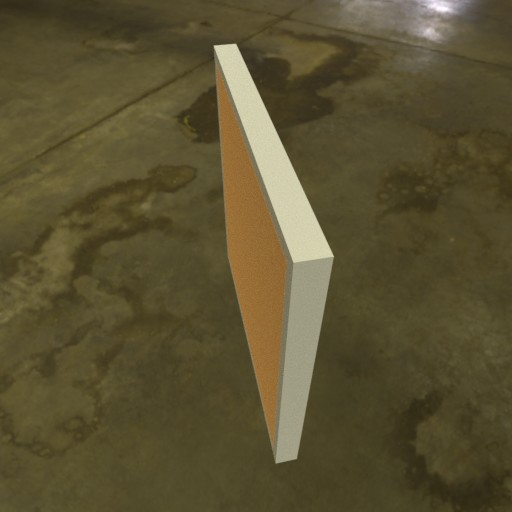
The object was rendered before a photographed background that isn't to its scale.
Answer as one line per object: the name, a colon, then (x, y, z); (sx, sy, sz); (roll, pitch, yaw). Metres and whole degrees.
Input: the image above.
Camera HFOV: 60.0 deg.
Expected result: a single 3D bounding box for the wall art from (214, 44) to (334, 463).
wall art: (0.000, 0.000, 0.753); (0.038, 0.506, 0.506); (-9, 47, -8)
